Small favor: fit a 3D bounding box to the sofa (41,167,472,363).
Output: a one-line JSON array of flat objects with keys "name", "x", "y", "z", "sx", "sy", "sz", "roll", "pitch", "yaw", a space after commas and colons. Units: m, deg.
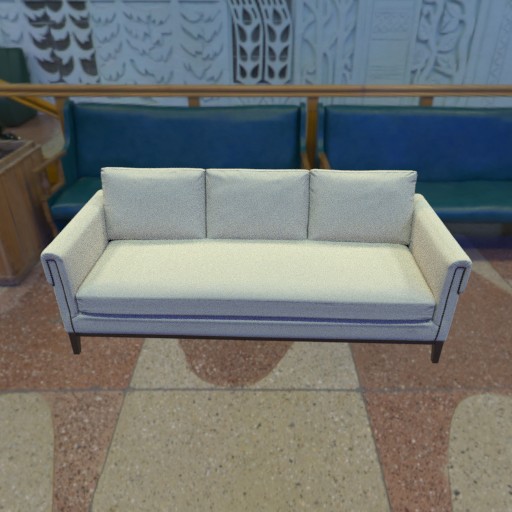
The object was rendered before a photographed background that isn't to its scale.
[{"name": "sofa", "x": 0.000, "y": 0.000, "z": 2.704, "sx": 2.198, "sy": 0.911, "sz": 0.902, "roll": 1, "pitch": 30, "yaw": 2}]
